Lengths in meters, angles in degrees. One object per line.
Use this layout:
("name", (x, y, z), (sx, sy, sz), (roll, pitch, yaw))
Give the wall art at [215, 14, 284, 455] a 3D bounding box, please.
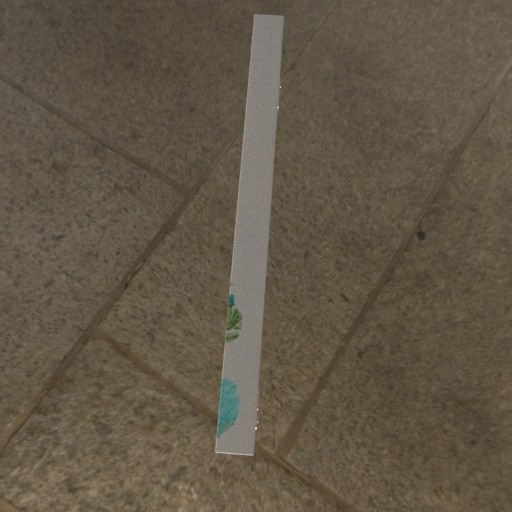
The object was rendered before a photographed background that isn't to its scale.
("wall art", (0.000, 0.000, 0.696), (0.041, 0.435, 0.507), (4, 75, 1))
